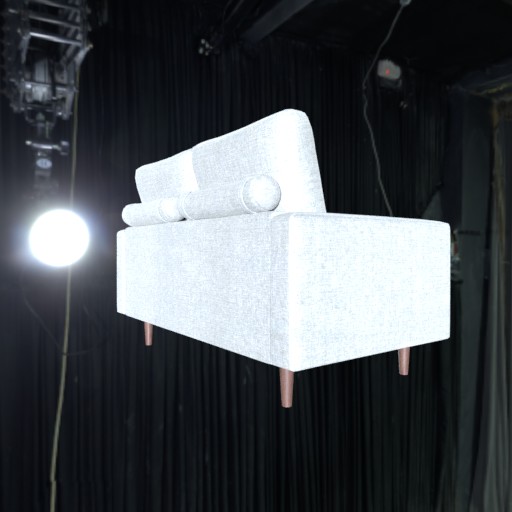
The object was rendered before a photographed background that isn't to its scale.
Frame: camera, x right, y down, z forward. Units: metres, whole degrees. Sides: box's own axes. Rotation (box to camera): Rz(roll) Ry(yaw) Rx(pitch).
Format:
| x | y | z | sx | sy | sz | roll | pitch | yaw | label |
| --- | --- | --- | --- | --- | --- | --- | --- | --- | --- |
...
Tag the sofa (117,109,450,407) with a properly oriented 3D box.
| x | y | z | sx | sy | sz | roll | pitch | yaw | label |
| --- | --- | --- | --- | --- | --- | --- | --- | --- | --- |
| 0.000 | 0.000 | 1.973 | 0.842 | 0.907 | 1.407 | -1 | 1 | -36 | sofa |
